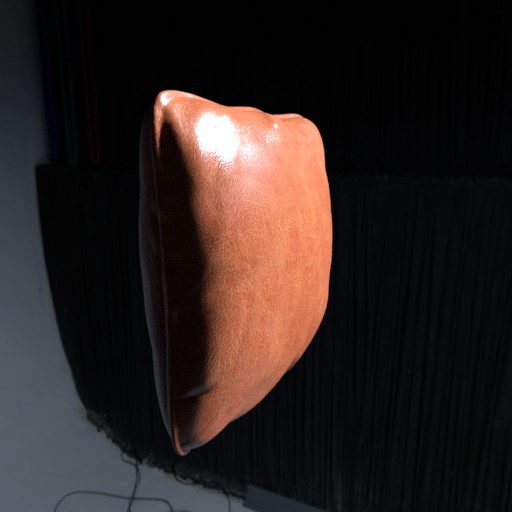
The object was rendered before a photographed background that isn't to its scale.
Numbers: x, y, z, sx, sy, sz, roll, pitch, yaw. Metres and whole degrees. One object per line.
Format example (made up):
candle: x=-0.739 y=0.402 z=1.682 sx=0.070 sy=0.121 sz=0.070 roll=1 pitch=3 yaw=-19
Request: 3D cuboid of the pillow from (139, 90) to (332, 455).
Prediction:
pillow: x=0.000 y=0.000 z=0.810 sx=0.236 sy=0.523 sz=0.532 roll=7 pitch=15 yaw=26
